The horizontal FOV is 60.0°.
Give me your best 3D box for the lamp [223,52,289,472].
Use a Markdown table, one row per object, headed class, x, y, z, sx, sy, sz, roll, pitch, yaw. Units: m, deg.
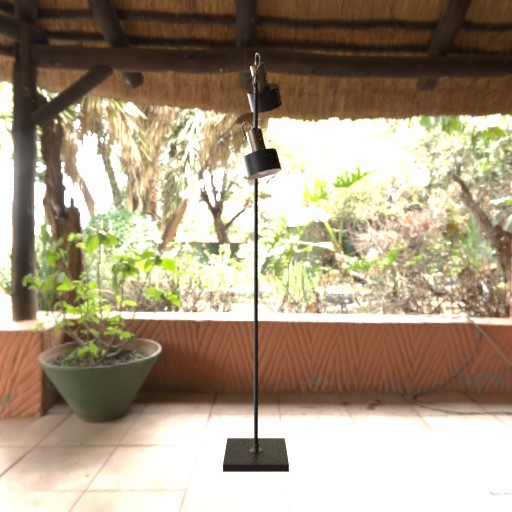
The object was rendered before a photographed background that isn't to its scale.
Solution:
| class | x | y | z | sx | sy | sz | roll | pitch | yaw |
| --- | --- | --- | --- | --- | --- | --- | --- | --- | --- |
| lamp | 0.000 | 0.000 | 1.655 | 0.233 | 1.505 | 0.315 | 0 | 0 | 0 |
